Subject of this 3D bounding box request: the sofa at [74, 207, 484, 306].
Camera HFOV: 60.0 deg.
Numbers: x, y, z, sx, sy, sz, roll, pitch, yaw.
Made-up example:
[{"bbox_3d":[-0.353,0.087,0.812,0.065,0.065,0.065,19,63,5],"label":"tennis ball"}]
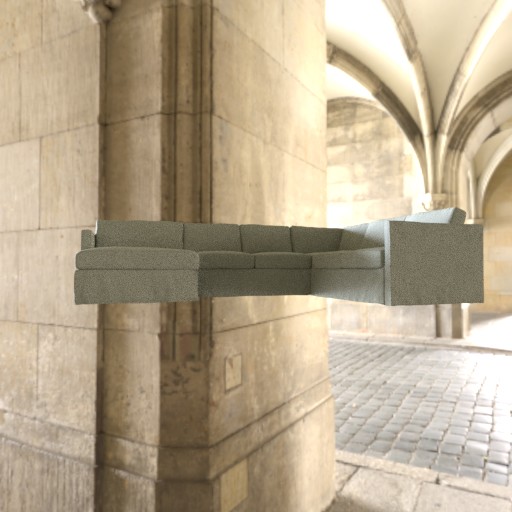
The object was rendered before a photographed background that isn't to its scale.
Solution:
[{"bbox_3d":[0.000,0.000,4.513,3.434,0.869,2.440,0,-2,-17],"label":"sofa"}]
